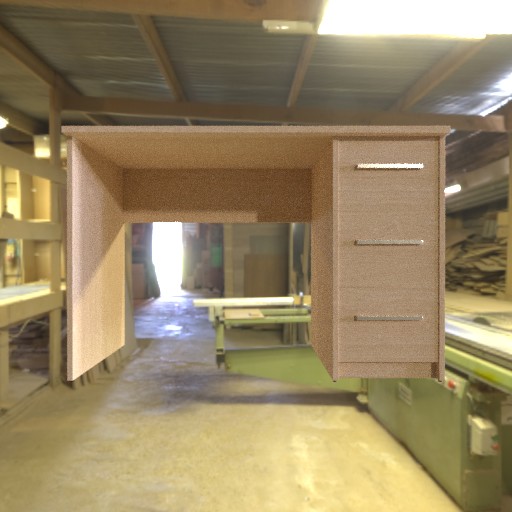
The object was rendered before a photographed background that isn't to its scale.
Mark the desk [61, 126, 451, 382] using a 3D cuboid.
[{"bbox_3d":[0.000,0.000,1.530,1.097,0.735,0.560,0,0,0],"label":"desk"}]
